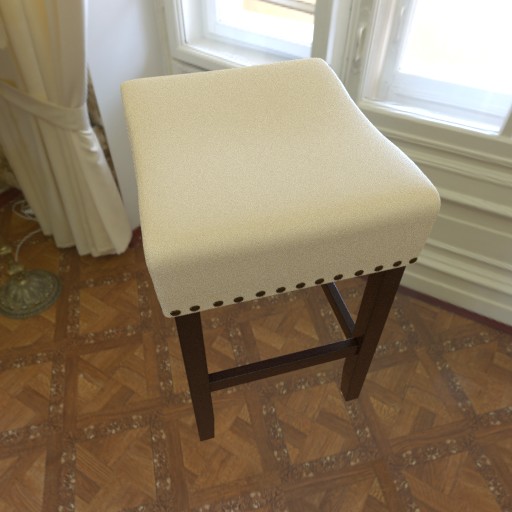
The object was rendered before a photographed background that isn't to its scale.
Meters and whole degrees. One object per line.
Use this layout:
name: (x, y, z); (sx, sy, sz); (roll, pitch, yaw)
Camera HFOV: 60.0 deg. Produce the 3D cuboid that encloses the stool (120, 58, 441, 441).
stool: (0.000, 0.000, 0.920); (0.401, 0.609, 0.471); (-12, 48, -10)
